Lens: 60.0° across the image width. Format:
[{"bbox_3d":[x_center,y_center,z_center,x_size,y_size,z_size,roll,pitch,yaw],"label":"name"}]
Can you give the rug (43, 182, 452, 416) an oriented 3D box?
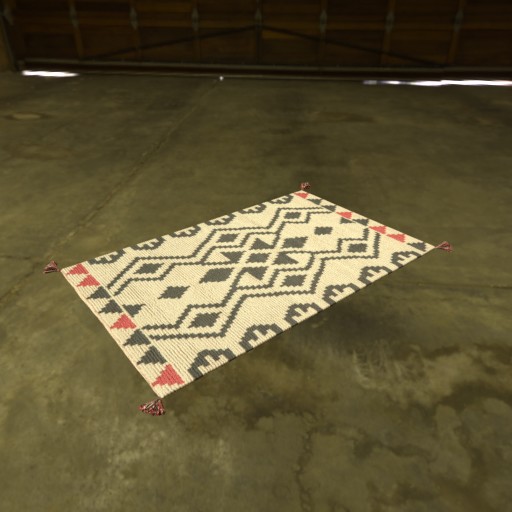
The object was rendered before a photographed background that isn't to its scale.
[{"bbox_3d":[0.000,0.000,3.355,2.672,0.066,1.741,-22,37,-33],"label":"rug"}]
